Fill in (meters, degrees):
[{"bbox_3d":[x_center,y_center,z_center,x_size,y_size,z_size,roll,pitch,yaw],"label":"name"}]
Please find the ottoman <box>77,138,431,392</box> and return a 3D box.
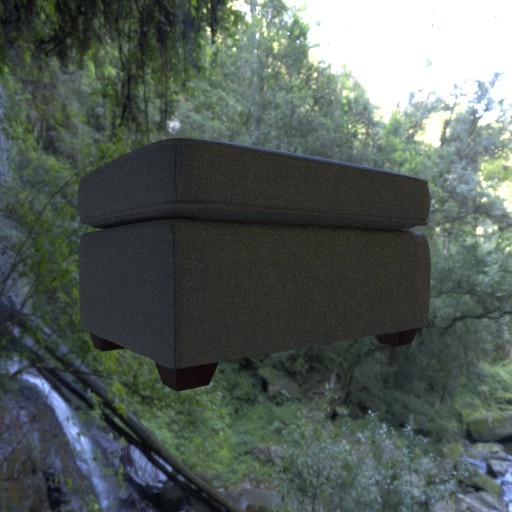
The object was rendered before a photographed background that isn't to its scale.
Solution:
[{"bbox_3d":[0.000,0.000,1.125,0.762,0.457,0.559,0,0,-37],"label":"ottoman"}]
